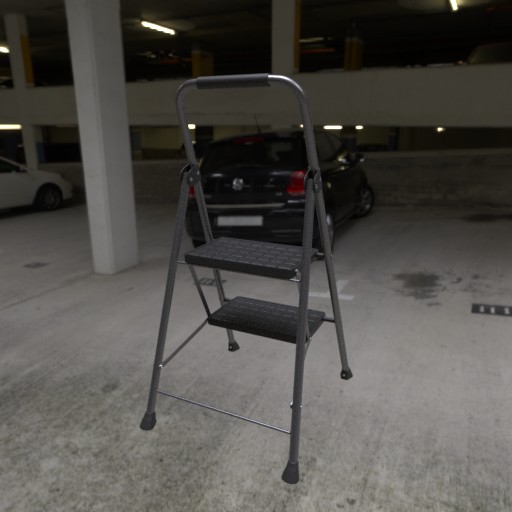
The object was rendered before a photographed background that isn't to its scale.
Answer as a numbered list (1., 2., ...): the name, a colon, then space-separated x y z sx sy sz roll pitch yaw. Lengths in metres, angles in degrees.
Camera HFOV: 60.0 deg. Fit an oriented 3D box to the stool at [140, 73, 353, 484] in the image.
1. stool: 0.000 0.000 1.175 0.450 0.872 0.514 8 18 25
